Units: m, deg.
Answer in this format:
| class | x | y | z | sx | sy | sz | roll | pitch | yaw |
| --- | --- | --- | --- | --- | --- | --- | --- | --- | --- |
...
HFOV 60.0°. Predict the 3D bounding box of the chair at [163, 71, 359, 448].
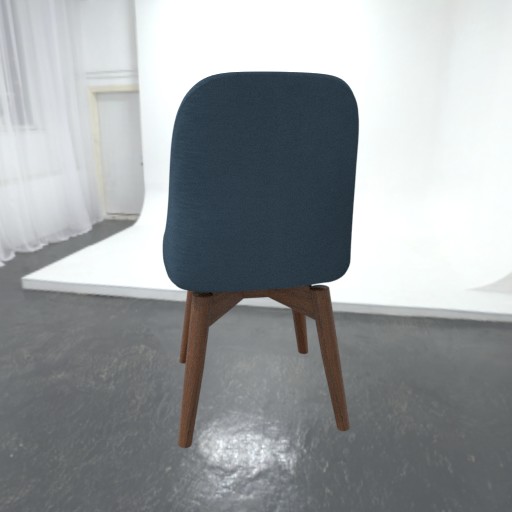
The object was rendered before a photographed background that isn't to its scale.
| class | x | y | z | sx | sy | sz | roll | pitch | yaw |
| --- | --- | --- | --- | --- | --- | --- | --- | --- | --- |
| chair | 0.000 | 0.000 | 1.222 | 0.503 | 0.882 | 0.589 | -3 | 16 | -9 |
